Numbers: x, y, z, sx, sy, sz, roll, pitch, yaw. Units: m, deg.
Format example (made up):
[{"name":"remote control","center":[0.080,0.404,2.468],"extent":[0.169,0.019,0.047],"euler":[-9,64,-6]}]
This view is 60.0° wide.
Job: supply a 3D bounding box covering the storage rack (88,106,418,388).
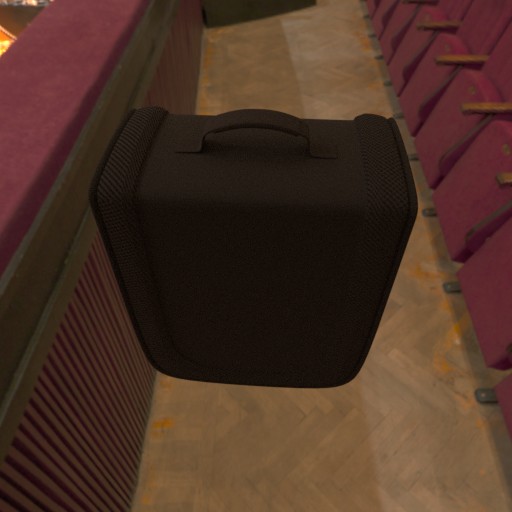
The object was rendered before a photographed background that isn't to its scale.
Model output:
[{"name":"storage rack","center":[0.000,0.000,0.557],"extent":[0.297,0.387,0.168],"euler":[3,46,3]}]
